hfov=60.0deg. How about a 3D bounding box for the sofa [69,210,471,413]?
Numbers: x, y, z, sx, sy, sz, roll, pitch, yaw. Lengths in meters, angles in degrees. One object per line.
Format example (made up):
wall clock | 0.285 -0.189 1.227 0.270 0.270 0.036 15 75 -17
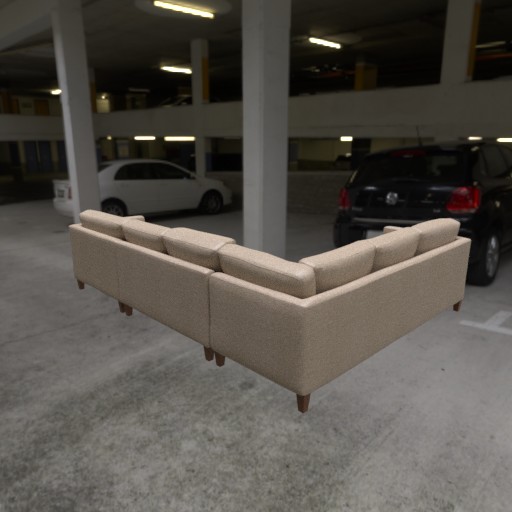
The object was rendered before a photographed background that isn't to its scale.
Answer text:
sofa | 0.000 0.000 4.711 2.594 0.961 3.460 -14 21 -43
